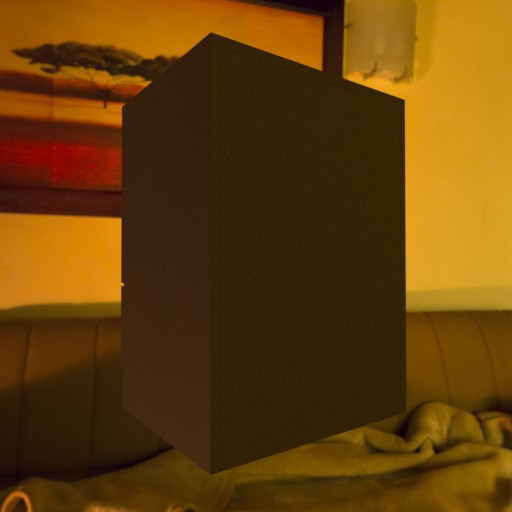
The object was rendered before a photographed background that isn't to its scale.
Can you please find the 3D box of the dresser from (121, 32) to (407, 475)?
[{"bbox_3d":[0.000,0.000,0.820,0.400,0.560,0.360,1,-1,-36],"label":"dresser"}]
